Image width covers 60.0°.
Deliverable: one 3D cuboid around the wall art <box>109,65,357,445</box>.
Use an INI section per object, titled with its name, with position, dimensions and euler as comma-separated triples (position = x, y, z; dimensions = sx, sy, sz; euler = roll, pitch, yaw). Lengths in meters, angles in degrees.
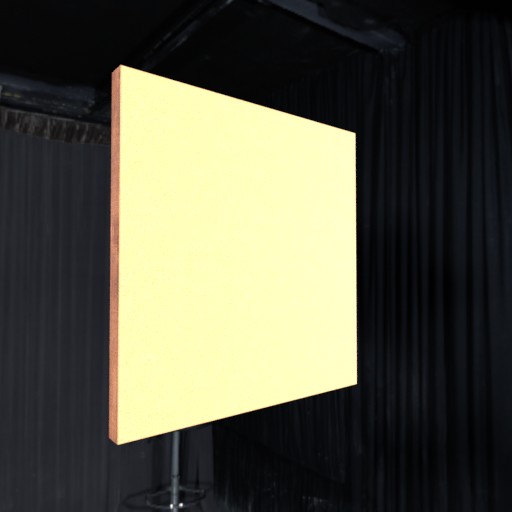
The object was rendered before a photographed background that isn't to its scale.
[wall art]
position = 0.000, 0.000, 0.853
dimensions = 0.554, 0.572, 0.037
euler = 1, -2, -38
